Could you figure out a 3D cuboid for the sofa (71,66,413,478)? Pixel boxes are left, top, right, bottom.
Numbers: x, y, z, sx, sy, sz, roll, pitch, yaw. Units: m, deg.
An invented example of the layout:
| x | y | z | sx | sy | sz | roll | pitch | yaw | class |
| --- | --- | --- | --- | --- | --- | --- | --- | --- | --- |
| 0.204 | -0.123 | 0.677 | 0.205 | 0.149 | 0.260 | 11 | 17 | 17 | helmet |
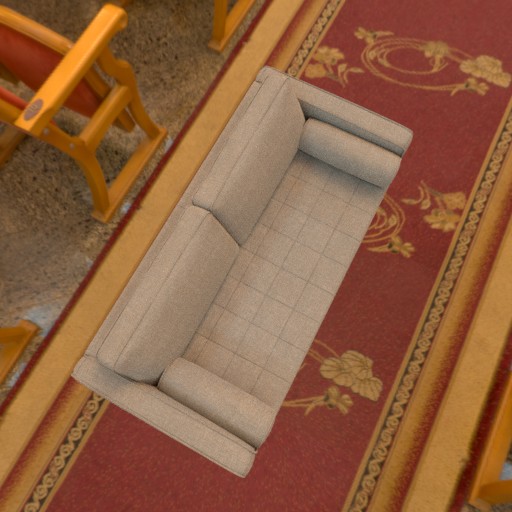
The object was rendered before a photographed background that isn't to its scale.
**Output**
| x | y | z | sx | sy | sz | roll | pitch | yaw | class |
| --- | --- | --- | --- | --- | --- | --- | --- | --- | --- |
| 0.000 | 0.000 | 2.303 | 0.914 | 0.762 | 1.879 | 27 | 76 | 7 | sofa |
